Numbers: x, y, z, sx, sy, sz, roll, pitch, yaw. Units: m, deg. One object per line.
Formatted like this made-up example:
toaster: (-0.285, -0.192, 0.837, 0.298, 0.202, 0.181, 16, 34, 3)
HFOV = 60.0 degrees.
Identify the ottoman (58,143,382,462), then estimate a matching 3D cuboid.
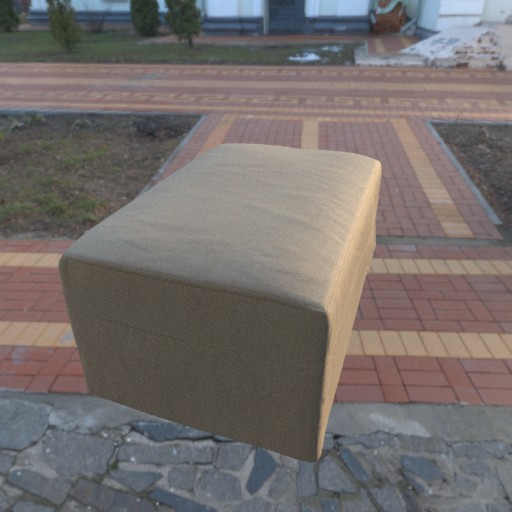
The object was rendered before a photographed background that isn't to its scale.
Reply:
ottoman: (0.000, 0.000, 1.217, 0.590, 0.444, 0.872, 10, 32, 17)
